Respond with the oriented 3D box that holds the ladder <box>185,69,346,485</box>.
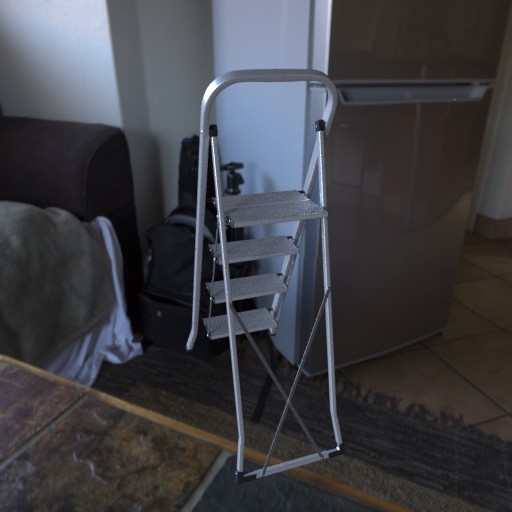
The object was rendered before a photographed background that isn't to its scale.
[{"bbox_3d":[0.000,0.000,1.647,0.465,1.290,0.830,-8,25,-17],"label":"ladder"}]
